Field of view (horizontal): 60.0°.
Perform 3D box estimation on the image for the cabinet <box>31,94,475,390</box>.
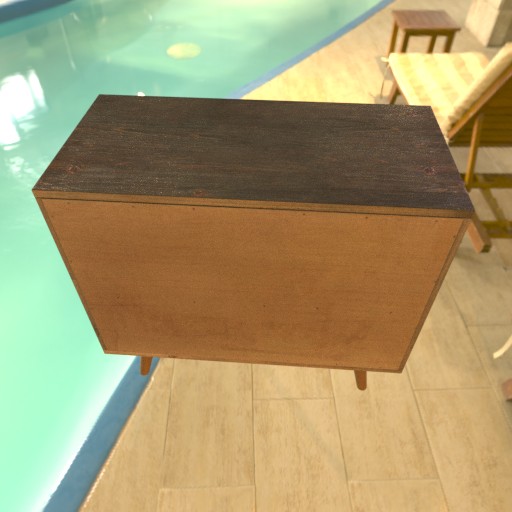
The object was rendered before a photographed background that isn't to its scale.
[{"bbox_3d":[0.000,0.000,1.519,1.023,0.897,0.529,3,45,3],"label":"cabinet"}]
